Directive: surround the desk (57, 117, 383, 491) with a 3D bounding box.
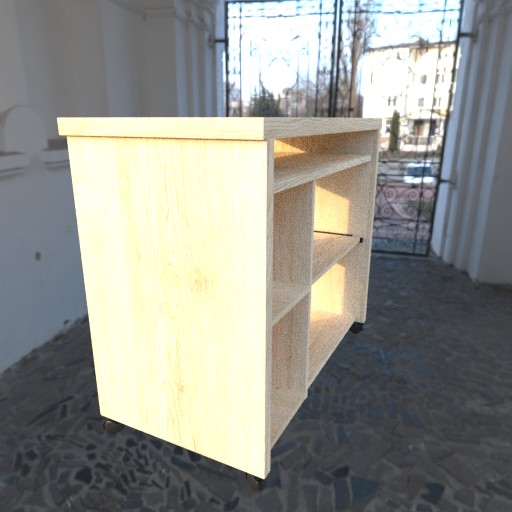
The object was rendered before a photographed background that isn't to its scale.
[{"bbox_3d":[0.000,0.000,1.294,0.480,0.770,0.885,9,19,26],"label":"desk"}]
